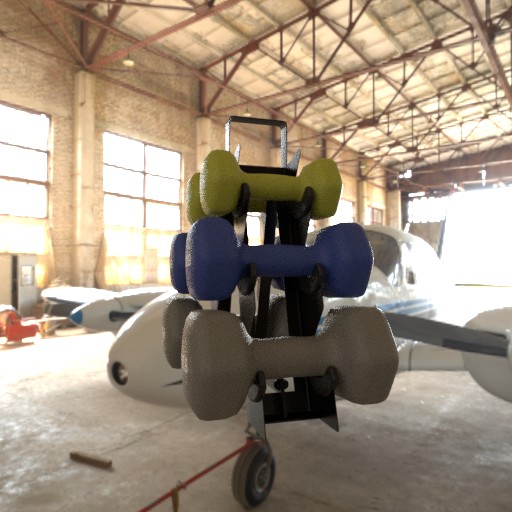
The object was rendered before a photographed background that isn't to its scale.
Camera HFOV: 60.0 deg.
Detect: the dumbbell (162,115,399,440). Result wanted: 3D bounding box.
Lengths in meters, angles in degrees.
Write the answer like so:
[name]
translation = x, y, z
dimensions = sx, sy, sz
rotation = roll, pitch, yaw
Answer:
[dumbbell]
translation = 0.000, 0.000, 0.693
dimensions = 0.261, 0.426, 0.416
rotation = 1, -2, -17
